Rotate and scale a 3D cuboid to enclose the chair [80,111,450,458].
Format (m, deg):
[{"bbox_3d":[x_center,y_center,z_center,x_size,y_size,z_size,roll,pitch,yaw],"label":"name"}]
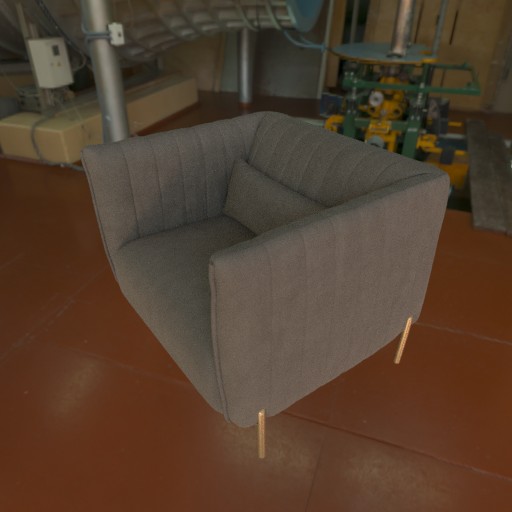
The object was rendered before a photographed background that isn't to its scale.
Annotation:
[{"bbox_3d":[0.000,0.000,1.644,0.873,0.779,0.981,-21,38,-30],"label":"chair"}]
